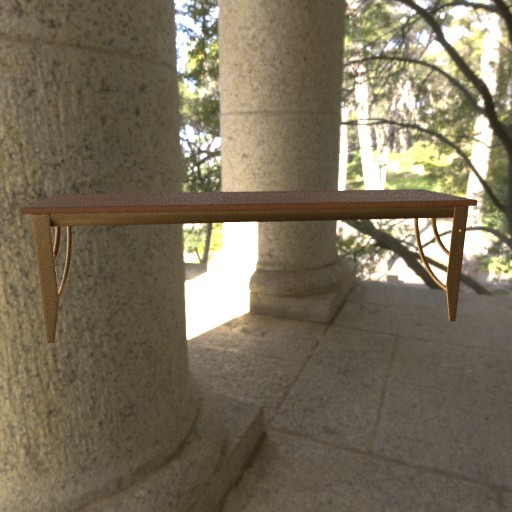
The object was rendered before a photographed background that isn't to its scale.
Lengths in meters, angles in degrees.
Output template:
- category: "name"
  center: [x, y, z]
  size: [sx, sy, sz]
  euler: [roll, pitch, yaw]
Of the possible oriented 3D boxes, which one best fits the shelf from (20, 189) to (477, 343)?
- category: "shelf"
  center: [0.000, 0.000, 0.714]
  size: [0.636, 0.190, 0.166]
  euler: [-2, 14, -7]
